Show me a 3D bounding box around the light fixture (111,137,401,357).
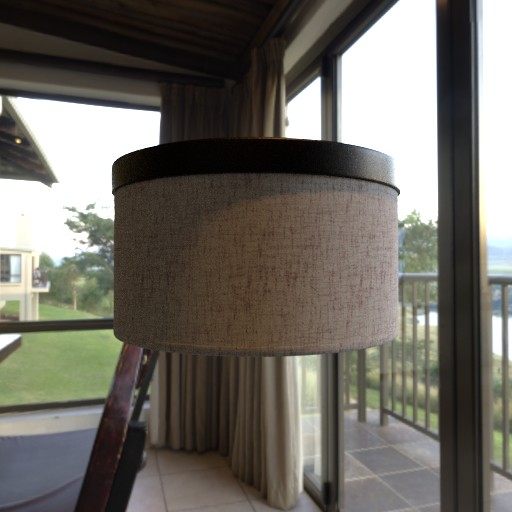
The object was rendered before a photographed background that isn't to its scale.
[{"bbox_3d":[0.000,0.000,0.625,0.389,0.229,0.389,0,-1,0],"label":"light fixture"}]
